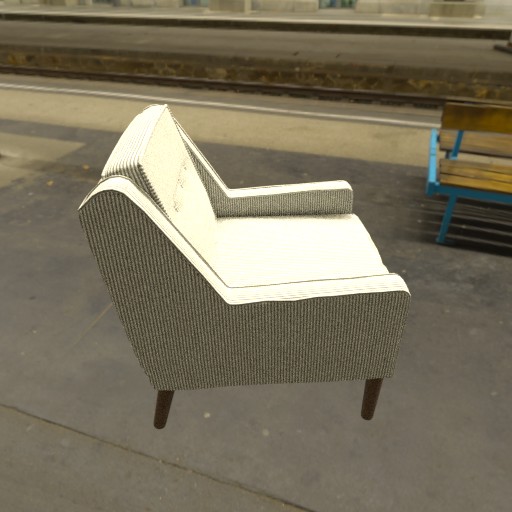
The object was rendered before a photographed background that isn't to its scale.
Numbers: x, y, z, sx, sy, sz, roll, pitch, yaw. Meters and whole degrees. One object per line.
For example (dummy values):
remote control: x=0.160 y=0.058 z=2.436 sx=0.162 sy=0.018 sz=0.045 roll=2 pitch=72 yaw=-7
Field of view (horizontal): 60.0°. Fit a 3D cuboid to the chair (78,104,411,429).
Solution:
chair: x=0.000 y=0.000 z=1.329 sx=0.743 sy=0.792 sz=0.663 roll=-2 pitch=33 yaw=-3
